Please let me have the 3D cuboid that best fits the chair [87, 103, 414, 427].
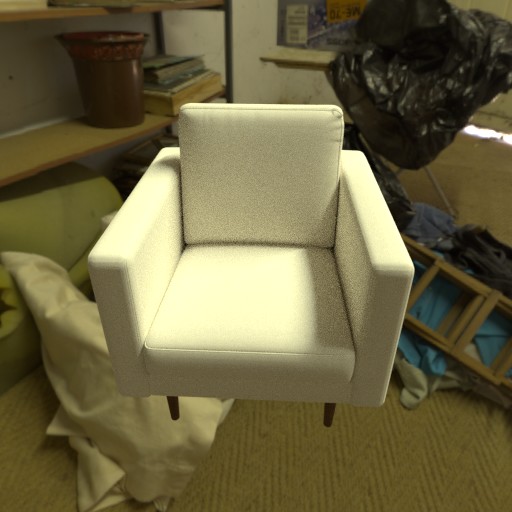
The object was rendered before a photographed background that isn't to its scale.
[{"bbox_3d":[0.000,0.000,1.545,0.831,0.899,0.879,2,32,2],"label":"chair"}]
